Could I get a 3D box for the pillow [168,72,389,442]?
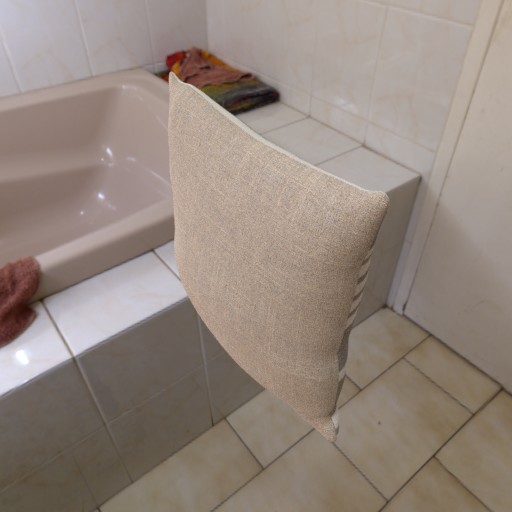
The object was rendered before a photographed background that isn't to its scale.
[{"bbox_3d":[0.000,0.000,0.671,0.182,0.440,0.439,-25,47,-26],"label":"pillow"}]
